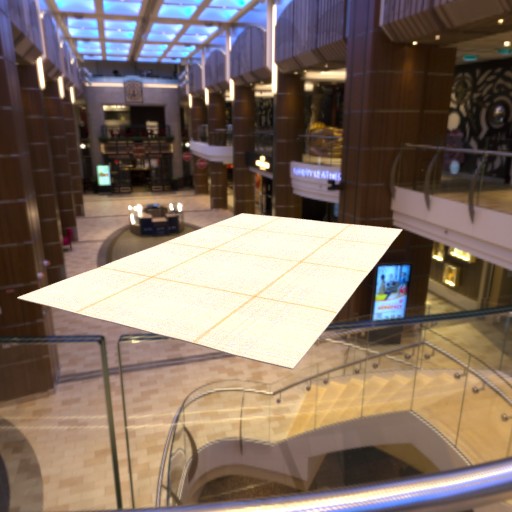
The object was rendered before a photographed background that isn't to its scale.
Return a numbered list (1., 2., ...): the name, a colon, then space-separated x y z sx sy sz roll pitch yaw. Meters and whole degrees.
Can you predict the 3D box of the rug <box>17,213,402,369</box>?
1. rug: 0.000 0.000 2.993 1.527 0.016 2.442 8 19 25
